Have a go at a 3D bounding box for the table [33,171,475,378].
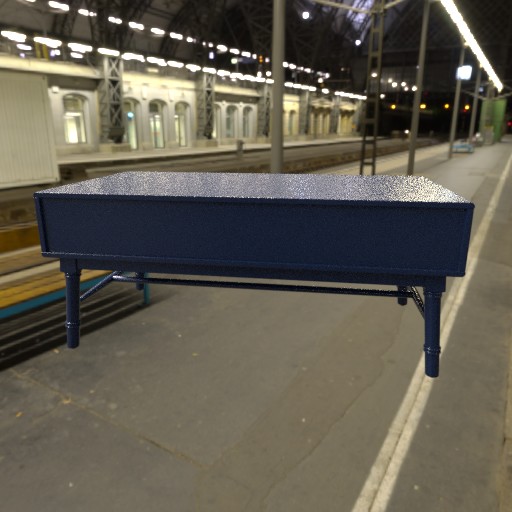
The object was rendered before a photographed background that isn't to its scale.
[{"bbox_3d":[0.000,0.000,1.388,1.067,0.457,0.572,3,16,9],"label":"table"}]
